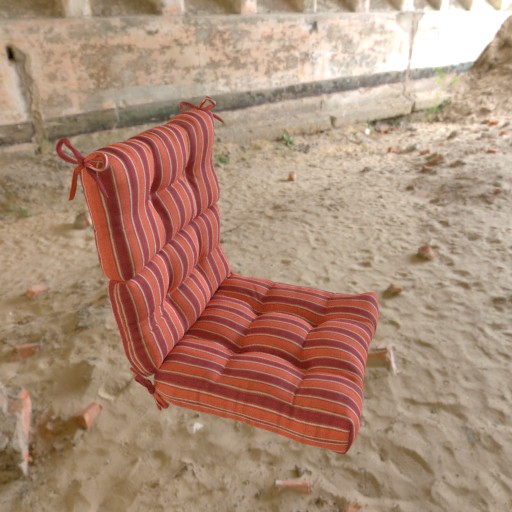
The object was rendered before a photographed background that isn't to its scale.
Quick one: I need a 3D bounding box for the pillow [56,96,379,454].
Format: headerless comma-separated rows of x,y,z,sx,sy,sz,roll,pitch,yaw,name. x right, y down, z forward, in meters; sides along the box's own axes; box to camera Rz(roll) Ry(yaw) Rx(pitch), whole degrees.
0.000,0.000,1.008,0.571,0.605,0.519,10,31,17,pillow
